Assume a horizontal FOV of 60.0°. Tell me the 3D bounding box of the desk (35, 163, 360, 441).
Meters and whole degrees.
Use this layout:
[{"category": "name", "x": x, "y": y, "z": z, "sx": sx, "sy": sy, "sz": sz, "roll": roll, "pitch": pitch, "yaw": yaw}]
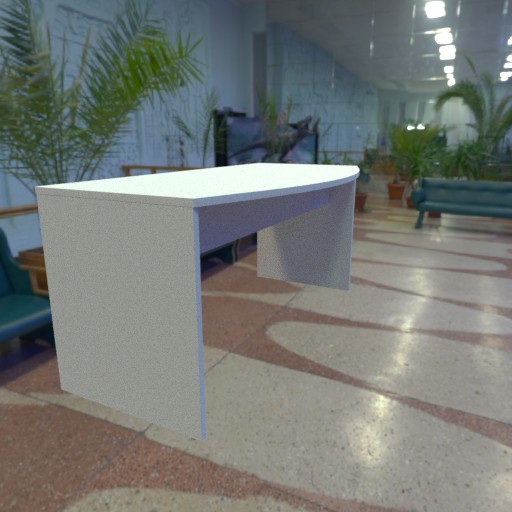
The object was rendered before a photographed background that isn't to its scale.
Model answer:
[{"category": "desk", "x": 0.000, "y": 0.000, "z": 2.058, "sx": 0.802, "sy": 0.750, "sz": 1.600, "roll": 8, "pitch": 17, "yaw": 27}]
